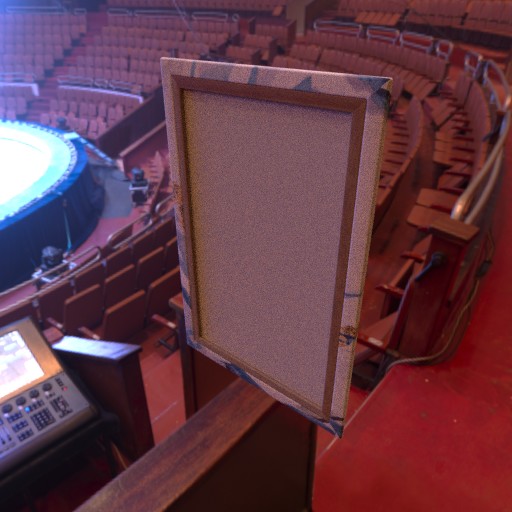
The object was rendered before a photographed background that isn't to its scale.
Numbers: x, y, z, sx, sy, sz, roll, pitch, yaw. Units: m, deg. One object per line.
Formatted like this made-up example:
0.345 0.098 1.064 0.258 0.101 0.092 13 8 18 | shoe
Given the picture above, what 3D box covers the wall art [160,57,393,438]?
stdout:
0.000 0.000 1.153 0.610 0.914 0.016 22 36 34 | wall art
